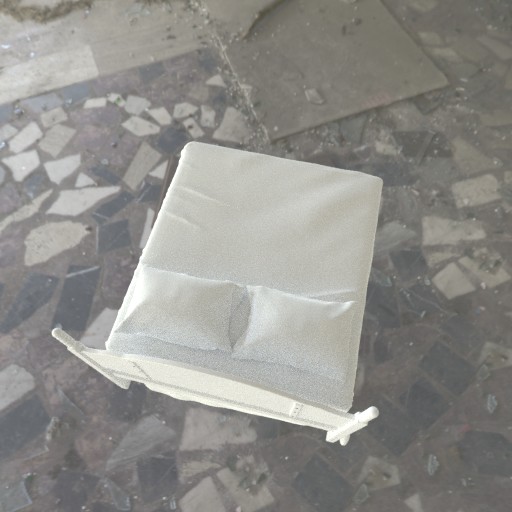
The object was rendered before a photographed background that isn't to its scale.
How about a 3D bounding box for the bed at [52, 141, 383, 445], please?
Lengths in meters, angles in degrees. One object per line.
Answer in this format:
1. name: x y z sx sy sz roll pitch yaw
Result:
1. bed: 0.000 0.000 3.168 1.873 1.356 2.040 12 64 6
